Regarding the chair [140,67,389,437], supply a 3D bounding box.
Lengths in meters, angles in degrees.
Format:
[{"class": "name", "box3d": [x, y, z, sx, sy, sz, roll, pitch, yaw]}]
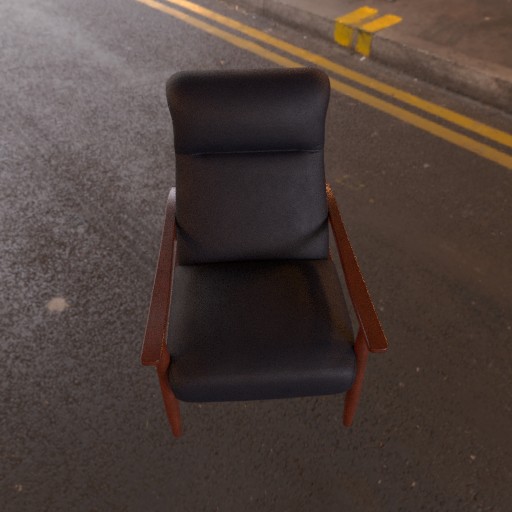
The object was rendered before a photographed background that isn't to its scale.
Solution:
[{"class": "chair", "box3d": [0.000, 0.000, 1.756, 0.762, 1.082, 1.014, -3, 46, -2]}]
